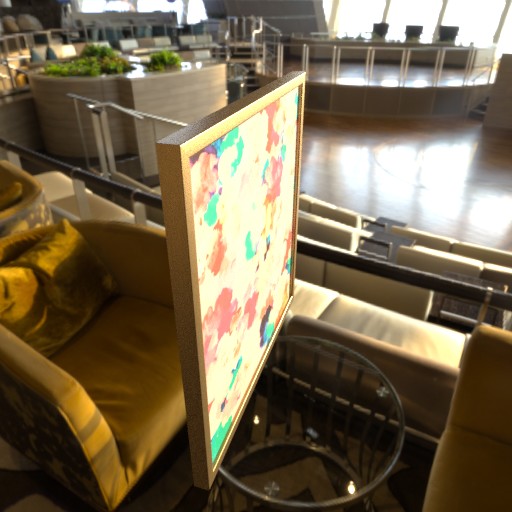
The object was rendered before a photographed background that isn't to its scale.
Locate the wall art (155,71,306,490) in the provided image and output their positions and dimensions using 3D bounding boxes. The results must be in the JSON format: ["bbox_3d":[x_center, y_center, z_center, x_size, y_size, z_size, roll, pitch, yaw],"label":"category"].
[{"bbox_3d":[0.000,0.000,1.105,0.036,0.765,0.767,9,31,16],"label":"wall art"}]
